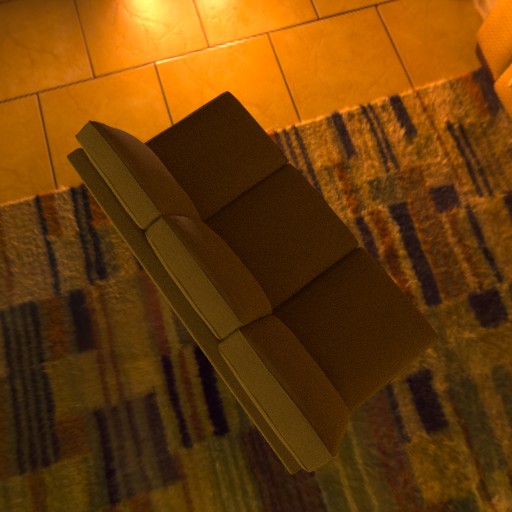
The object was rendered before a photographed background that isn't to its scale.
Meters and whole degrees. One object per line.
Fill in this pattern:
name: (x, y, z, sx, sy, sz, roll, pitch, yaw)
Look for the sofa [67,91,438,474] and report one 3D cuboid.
sofa: (0.000, 0.000, 2.670, 1.127, 1.036, 2.092, -36, 78, -9)
